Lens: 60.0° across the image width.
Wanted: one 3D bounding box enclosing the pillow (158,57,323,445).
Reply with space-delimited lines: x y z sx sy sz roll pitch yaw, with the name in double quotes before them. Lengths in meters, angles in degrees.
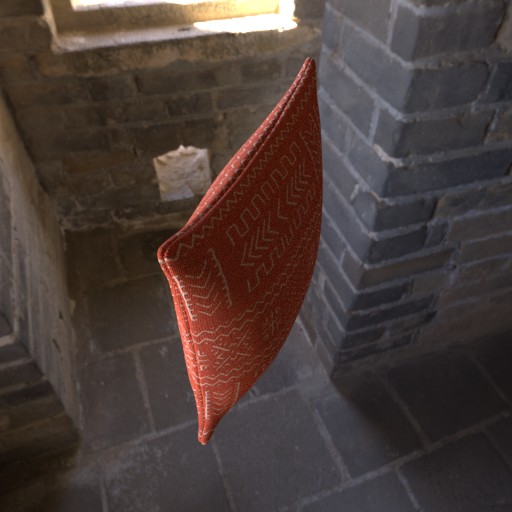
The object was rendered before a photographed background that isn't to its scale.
"pillow" 0.000 0.000 0.667 0.164 0.429 0.438 17 49 15
